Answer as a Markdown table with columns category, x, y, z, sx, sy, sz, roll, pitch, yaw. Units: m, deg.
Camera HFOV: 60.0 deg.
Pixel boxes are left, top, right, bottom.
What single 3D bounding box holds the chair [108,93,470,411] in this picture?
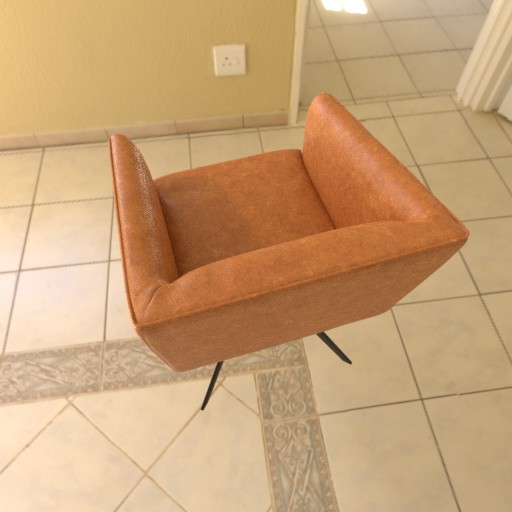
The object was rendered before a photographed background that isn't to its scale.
| category | x | y | z | sx | sy | sz | roll | pitch | yaw |
| --- | --- | --- | --- | --- | --- | --- | --- | --- | --- |
| chair | 0.000 | 0.000 | 1.171 | 0.588 | 0.760 | 0.625 | -14 | 58 | -9 |
